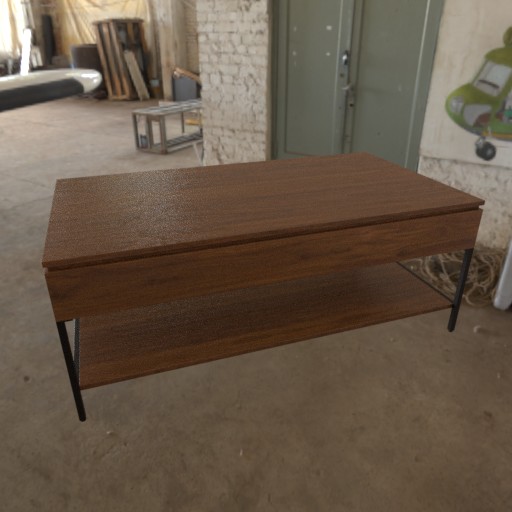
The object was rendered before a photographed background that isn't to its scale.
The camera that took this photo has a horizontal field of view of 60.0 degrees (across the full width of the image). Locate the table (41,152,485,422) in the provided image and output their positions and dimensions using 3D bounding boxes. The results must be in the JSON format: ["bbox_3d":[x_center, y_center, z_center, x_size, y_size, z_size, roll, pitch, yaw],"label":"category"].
[{"bbox_3d":[0.000,0.000,1.324,1.057,0.414,0.574,-9,28,-17],"label":"table"}]
